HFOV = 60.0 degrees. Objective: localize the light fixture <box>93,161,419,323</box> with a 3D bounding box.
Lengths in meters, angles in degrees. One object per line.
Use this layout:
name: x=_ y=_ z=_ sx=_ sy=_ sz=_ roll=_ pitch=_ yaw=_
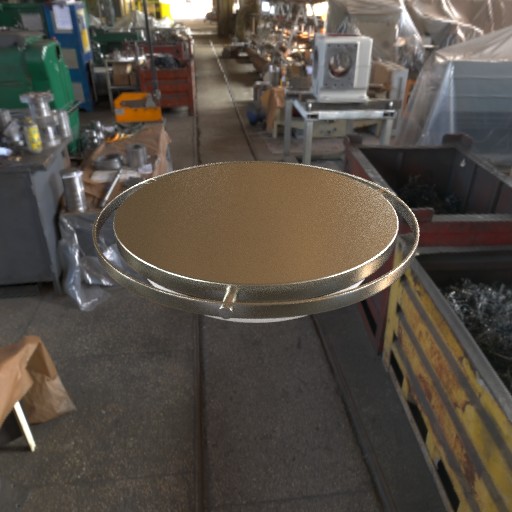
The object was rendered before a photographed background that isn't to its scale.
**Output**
light fixture: x=0.000 y=0.000 z=0.543 sx=0.361 sy=0.130 sz=0.361 roll=0 pitch=30 yaw=0
